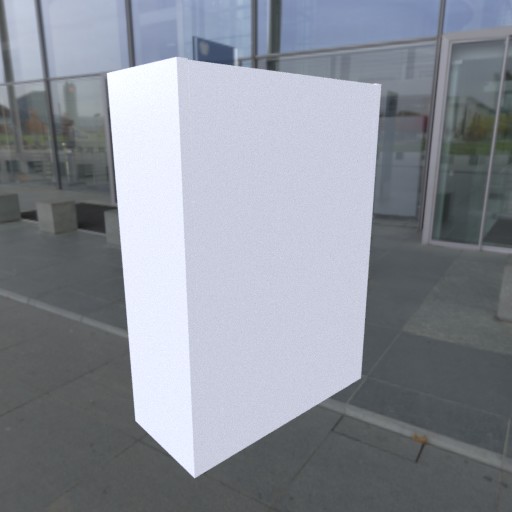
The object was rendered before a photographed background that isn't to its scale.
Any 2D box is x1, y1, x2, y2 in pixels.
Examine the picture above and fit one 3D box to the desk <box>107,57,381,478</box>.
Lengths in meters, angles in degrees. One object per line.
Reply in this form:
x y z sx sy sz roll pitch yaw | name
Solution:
0.000 0.000 1.598 0.850 1.190 0.390 -13 20 -40 | desk
